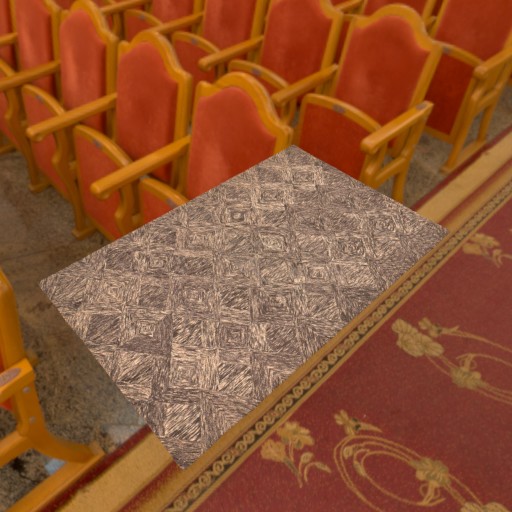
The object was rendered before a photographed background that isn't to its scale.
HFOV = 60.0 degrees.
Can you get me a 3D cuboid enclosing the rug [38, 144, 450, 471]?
[{"bbox_3d":[0.000,0.000,2.280,1.808,0.011,1.189,-34,55,-28],"label":"rug"}]
